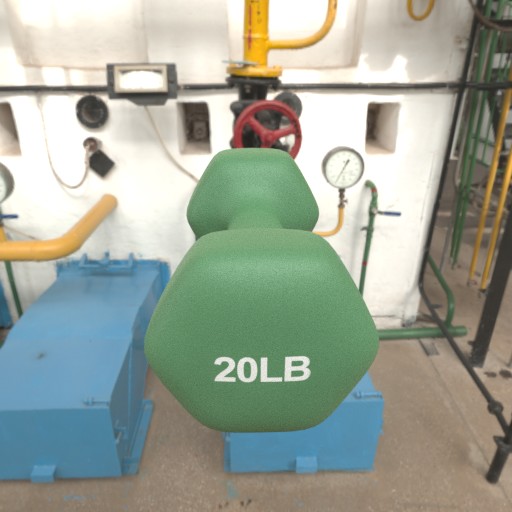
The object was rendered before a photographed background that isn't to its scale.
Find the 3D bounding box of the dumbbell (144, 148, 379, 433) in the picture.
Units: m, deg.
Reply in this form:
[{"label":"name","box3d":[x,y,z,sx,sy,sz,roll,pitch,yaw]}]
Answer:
[{"label":"dumbbell","box3d":[0.000,0.000,0.329,0.126,0.114,0.257,0,26,-1]}]
